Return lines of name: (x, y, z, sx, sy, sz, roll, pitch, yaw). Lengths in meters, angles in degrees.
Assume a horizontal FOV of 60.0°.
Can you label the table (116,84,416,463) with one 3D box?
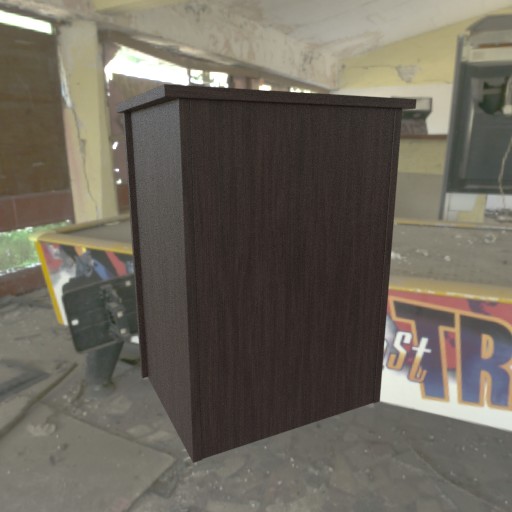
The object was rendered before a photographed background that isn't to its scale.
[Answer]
table: (0.000, 0.000, 0.965, 0.480, 0.635, 0.381, -7, 16, -26)
